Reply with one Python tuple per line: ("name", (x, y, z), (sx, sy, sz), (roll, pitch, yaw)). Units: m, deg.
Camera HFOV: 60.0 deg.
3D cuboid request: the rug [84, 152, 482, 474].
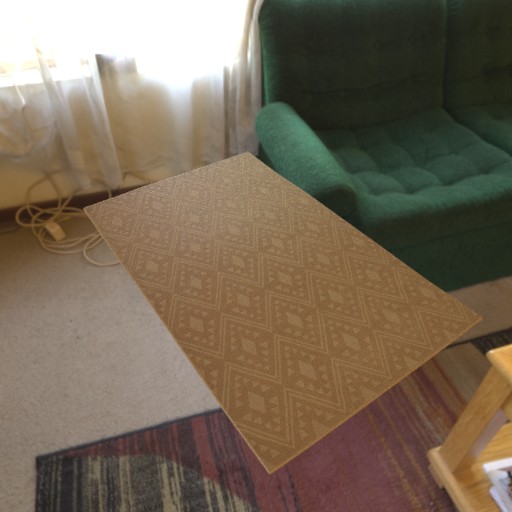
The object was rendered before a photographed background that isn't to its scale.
("rug", (0.000, 0.000, 3.004), (1.553, 0.053, 2.430), (-25, 48, -25))
